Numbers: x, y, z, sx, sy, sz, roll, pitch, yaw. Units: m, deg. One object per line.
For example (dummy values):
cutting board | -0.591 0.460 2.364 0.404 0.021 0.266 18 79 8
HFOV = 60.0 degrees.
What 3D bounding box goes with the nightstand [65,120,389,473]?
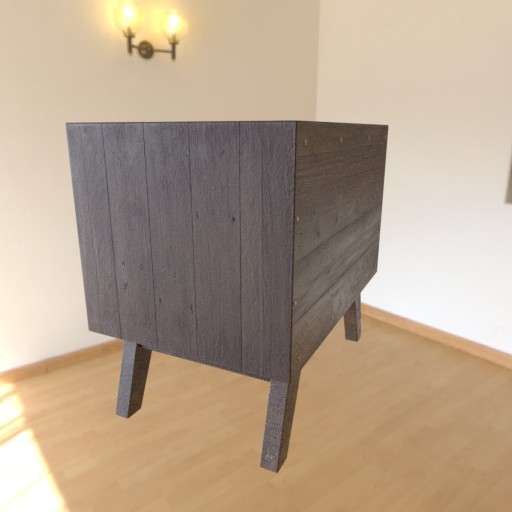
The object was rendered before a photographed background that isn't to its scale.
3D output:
nightstand | 0.000 0.000 1.050 0.450 0.599 0.650 8 18 25
